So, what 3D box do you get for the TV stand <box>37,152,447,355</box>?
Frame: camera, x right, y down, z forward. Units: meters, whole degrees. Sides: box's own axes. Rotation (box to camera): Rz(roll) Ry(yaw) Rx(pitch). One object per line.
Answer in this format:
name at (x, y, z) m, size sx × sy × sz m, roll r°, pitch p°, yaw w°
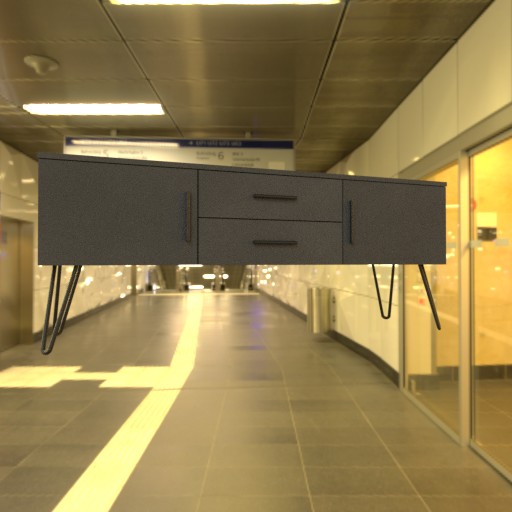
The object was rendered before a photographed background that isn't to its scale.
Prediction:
TV stand at (0.000, 0.000, 1.616) m, size 1.400 × 0.560 × 0.400 m, roll 0°, pitch -1°, yaw -19°
